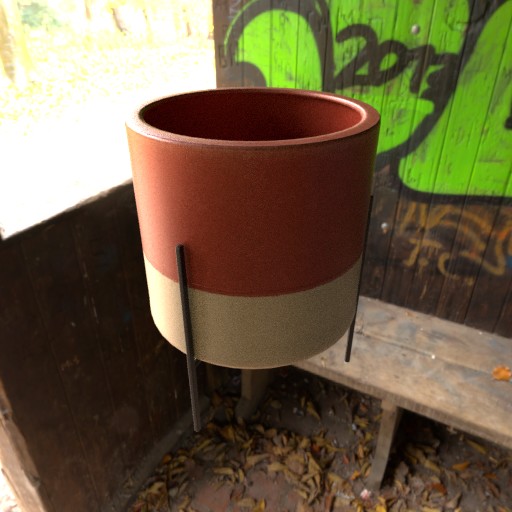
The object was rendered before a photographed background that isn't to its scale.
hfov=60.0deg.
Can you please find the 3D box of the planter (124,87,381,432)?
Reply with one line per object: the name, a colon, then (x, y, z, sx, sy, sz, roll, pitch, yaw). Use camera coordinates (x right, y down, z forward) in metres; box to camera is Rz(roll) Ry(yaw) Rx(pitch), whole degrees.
planter: (0.000, 0.000, 0.722, 0.354, 0.465, 0.345, 0, 31, 0)
